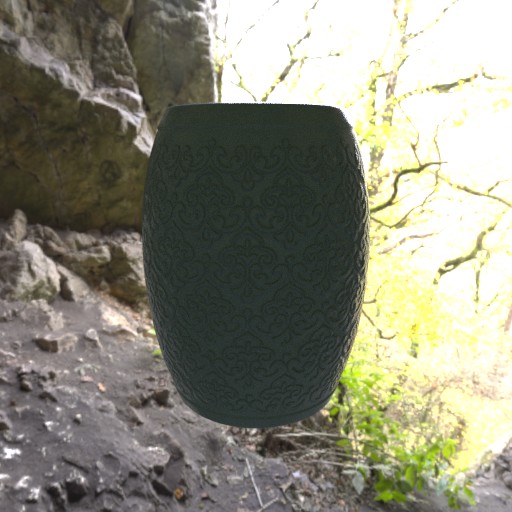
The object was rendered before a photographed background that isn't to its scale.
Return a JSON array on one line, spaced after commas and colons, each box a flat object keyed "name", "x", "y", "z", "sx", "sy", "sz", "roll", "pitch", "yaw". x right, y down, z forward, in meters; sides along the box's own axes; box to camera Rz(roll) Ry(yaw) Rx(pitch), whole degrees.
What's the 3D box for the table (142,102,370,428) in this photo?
[{"name": "table", "x": 0.000, "y": 0.000, "z": 0.624, "sx": 0.309, "sy": 0.397, "sz": 0.309, "roll": 0, "pitch": 15, "yaw": 0}]
